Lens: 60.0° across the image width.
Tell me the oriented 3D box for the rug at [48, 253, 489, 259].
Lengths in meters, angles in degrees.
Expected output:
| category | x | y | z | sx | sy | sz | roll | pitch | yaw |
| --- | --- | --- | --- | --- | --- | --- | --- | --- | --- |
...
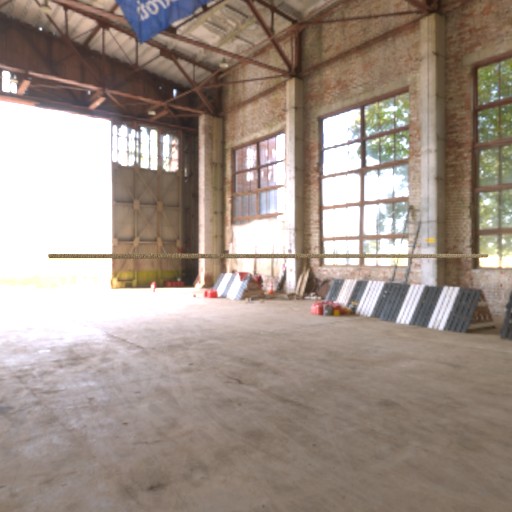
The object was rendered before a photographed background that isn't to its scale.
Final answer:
| category | x | y | z | sx | sy | sz | roll | pitch | yaw |
| --- | --- | --- | --- | --- | --- | --- | --- | --- | --- |
| rug | 0.000 | 0.000 | 3.415 | 2.699 | 0.025 | 1.800 | 0 | 0 | -18 |
